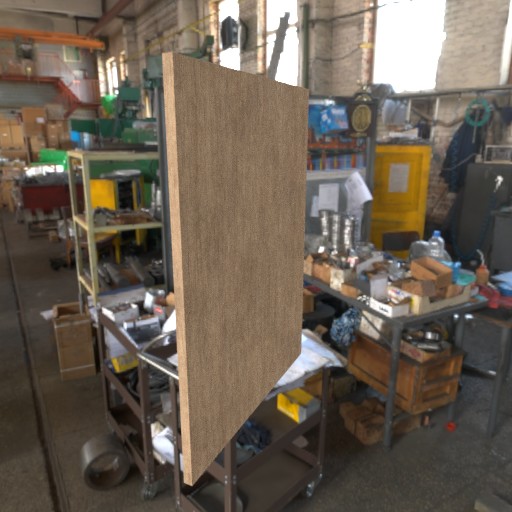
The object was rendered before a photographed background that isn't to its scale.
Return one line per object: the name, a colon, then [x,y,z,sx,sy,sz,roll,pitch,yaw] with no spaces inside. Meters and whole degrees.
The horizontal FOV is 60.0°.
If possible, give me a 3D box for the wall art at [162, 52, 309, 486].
wall art: [0.000,0.000,0.906,0.018,0.686,0.534,7,17,25]
